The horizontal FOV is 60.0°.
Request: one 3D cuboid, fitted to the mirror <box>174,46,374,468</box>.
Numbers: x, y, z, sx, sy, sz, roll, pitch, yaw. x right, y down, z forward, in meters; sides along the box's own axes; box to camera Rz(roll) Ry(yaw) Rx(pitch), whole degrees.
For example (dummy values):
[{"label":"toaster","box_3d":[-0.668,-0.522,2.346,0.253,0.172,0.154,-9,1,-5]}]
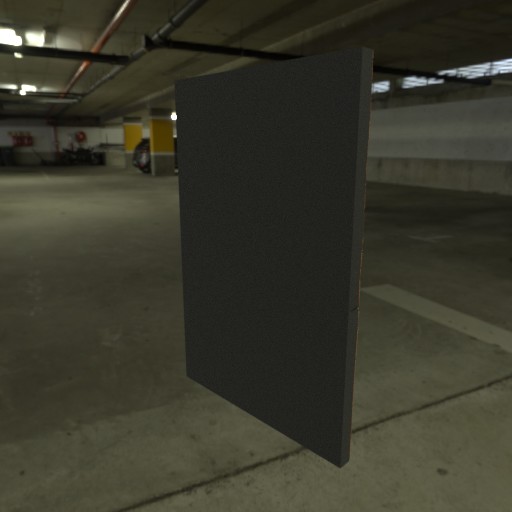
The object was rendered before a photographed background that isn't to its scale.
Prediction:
[{"label":"mirror","box_3d":[0.000,0.000,1.154,0.044,0.912,0.606,-13,19,-43]}]
